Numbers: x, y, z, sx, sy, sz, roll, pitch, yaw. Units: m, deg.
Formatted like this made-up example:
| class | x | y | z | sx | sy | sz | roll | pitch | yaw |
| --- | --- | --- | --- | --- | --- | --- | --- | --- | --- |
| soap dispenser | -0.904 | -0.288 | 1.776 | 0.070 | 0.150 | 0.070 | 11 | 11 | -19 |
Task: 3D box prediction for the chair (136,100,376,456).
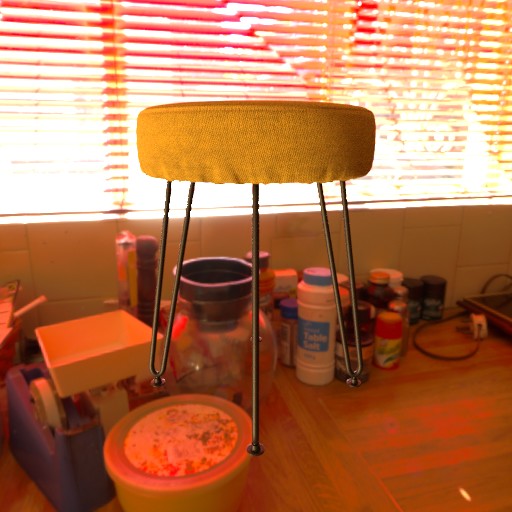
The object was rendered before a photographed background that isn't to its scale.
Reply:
| class | x | y | z | sx | sy | sz | roll | pitch | yaw |
| --- | --- | --- | --- | --- | --- | --- | --- | --- | --- |
| chair | 0.000 | 0.000 | 0.705 | 0.345 | 0.455 | 0.345 | -14 | 21 | -43 |
